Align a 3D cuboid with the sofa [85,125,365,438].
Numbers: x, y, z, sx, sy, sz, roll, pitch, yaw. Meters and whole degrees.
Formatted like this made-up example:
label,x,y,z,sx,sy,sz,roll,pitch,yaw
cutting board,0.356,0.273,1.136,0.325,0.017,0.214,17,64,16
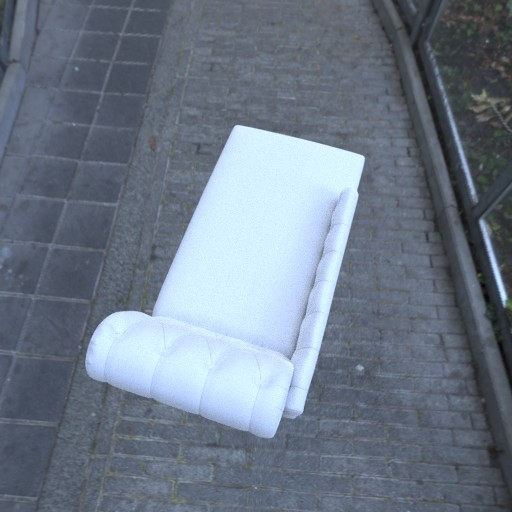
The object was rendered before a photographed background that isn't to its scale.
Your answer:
label,x,y,z,sx,sy,sz,roll,pitch,yaw
sofa,0.000,0.000,1.846,0.675,0.787,1.379,16,64,8
